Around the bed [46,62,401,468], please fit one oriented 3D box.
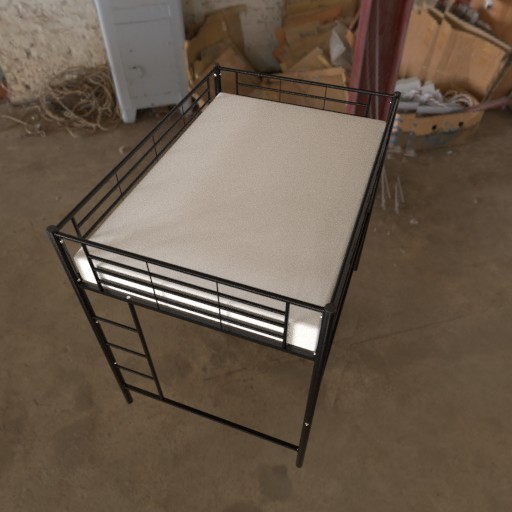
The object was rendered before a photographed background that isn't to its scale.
[{"bbox_3d":[0.000,0.000,3.208,1.397,1.803,1.994,15,48,14],"label":"bed"}]
